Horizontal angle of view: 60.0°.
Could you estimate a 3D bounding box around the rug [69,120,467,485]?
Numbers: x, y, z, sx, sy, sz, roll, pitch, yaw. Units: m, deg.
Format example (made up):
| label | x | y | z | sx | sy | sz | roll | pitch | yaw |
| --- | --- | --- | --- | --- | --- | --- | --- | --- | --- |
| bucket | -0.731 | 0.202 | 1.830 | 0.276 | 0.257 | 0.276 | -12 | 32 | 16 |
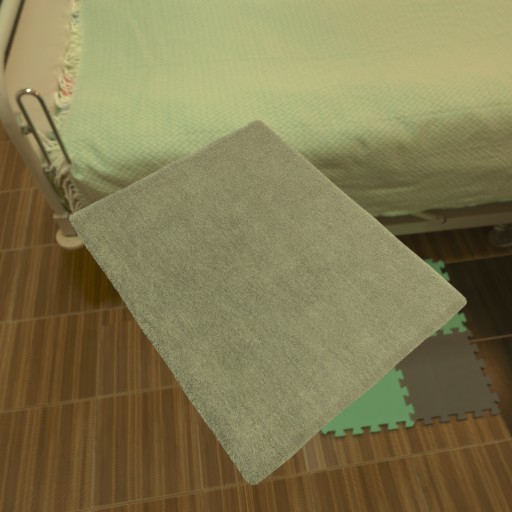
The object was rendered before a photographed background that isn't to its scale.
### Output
| label | x | y | z | sx | sy | sz | roll | pitch | yaw |
| --- | --- | --- | --- | --- | --- | --- | --- | --- | --- |
| rug | 0.000 | 0.000 | 3.980 | 2.332 | 0.027 | 2.933 | -33 | 63 | -19 |
